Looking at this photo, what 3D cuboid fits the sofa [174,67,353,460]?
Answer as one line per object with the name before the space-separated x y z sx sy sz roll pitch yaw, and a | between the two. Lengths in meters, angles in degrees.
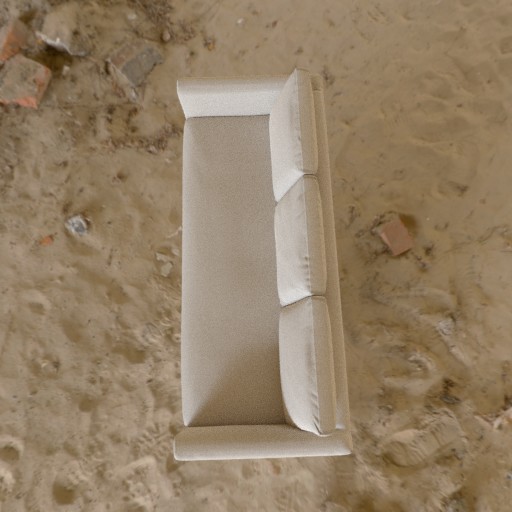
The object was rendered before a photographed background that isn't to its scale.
sofa | 0.000 0.000 2.678 0.902 0.911 2.198 -2 76 0
